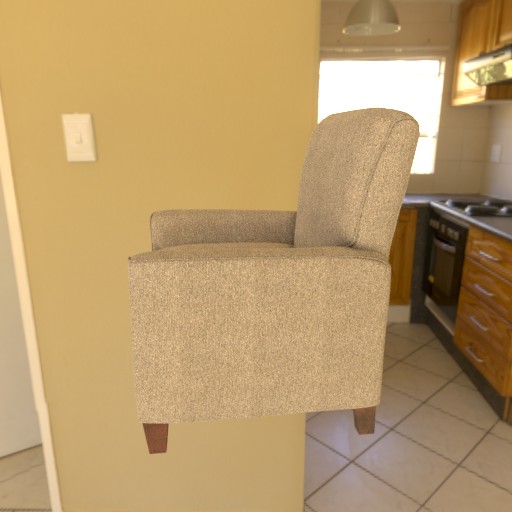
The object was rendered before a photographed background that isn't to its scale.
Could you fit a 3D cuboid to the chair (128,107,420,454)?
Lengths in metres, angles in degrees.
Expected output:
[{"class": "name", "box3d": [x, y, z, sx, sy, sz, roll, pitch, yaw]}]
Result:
[{"class": "chair", "box3d": [0.000, 0.000, 1.626, 0.858, 1.028, 0.841, -2, 15, -8]}]
